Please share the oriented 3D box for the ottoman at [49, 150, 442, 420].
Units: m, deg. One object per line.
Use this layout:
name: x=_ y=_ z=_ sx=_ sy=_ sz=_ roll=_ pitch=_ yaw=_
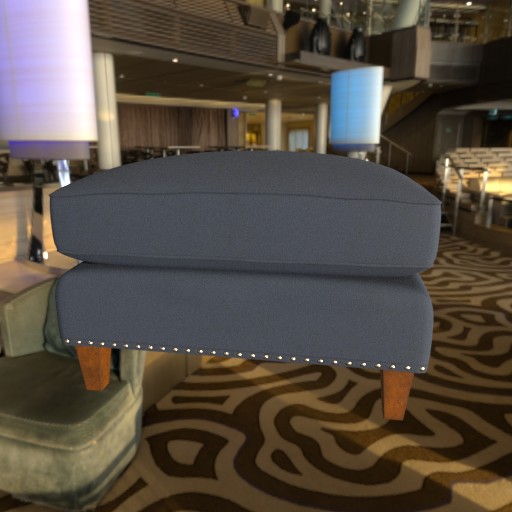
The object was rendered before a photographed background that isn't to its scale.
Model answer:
ottoman: x=0.000 y=0.000 z=1.106 sx=0.741 sy=0.513 sz=0.584 roll=2 pitch=14 yaw=10
